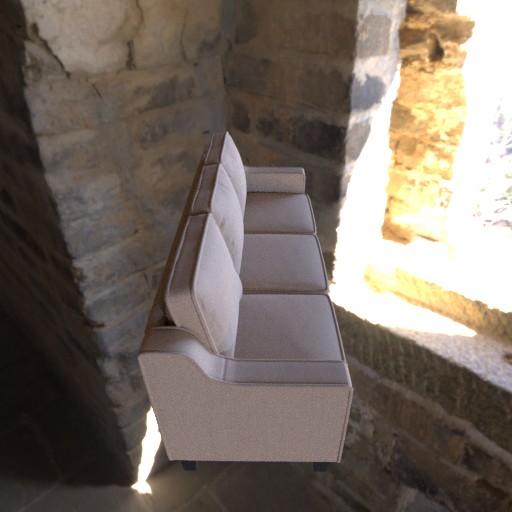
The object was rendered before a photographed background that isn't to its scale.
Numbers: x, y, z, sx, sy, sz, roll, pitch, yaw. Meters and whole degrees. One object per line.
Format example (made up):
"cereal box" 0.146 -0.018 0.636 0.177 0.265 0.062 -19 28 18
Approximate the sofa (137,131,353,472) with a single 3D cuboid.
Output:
"sofa" 0.000 0.000 2.532 0.791 0.902 2.131 0 32 0
